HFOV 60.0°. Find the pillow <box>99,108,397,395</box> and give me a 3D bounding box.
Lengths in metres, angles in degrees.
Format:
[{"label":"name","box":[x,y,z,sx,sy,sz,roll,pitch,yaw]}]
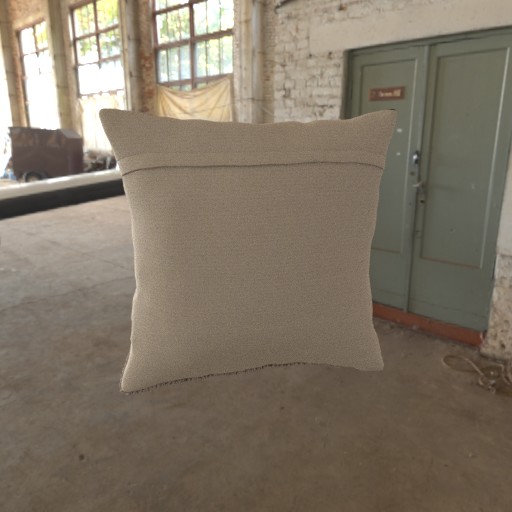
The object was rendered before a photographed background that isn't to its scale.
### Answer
[{"label":"pillow","box":[0.000,0.000,0.740,0.475,0.473,0.178,-3,15,-10]}]
